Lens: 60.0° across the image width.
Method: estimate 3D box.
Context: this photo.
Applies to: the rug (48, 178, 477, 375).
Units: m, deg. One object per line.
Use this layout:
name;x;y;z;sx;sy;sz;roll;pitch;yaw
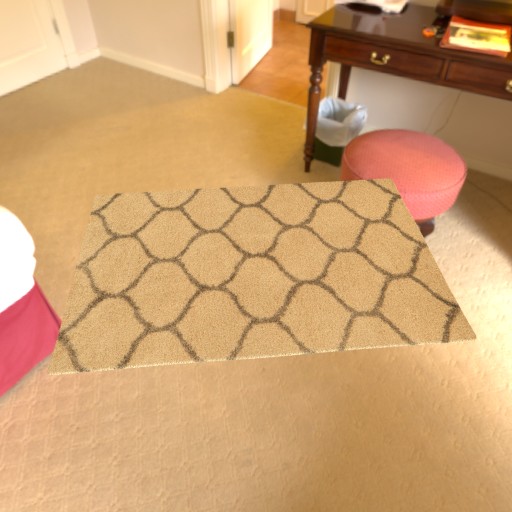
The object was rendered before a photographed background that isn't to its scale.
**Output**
rug;0.000;0.000;3.398;2.701;0.026;1.801;-4;45;-4
